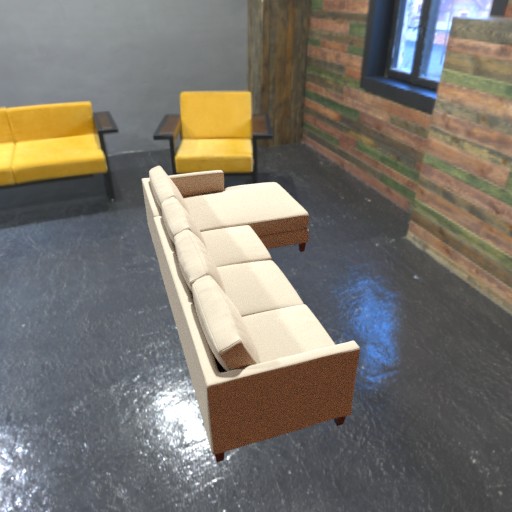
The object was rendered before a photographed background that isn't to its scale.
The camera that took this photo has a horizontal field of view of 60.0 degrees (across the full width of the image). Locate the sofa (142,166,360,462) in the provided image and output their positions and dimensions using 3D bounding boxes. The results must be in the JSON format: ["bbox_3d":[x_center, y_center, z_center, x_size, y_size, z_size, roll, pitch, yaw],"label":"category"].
[{"bbox_3d":[0.000,0.000,3.961,1.625,0.861,3.186,-10,32,-16],"label":"sofa"}]
